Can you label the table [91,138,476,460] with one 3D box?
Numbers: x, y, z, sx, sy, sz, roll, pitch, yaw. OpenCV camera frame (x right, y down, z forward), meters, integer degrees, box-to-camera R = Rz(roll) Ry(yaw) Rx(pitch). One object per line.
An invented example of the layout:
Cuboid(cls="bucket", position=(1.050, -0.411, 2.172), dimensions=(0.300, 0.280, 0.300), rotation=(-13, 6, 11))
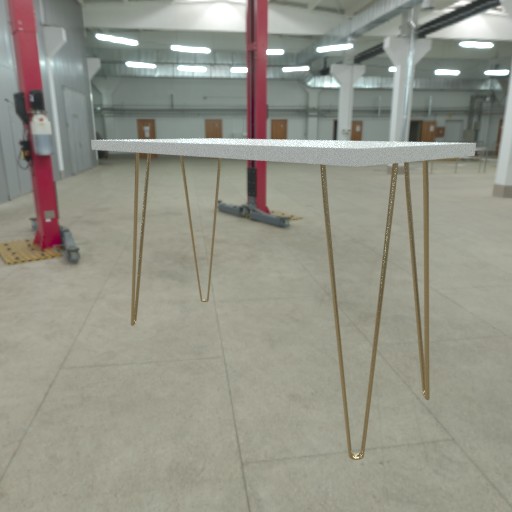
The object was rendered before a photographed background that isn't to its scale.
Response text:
Cuboid(cls="table", position=(0.000, 0.000, 1.318), dimensions=(0.498, 0.660, 0.991), rotation=(-15, 21, -42))
